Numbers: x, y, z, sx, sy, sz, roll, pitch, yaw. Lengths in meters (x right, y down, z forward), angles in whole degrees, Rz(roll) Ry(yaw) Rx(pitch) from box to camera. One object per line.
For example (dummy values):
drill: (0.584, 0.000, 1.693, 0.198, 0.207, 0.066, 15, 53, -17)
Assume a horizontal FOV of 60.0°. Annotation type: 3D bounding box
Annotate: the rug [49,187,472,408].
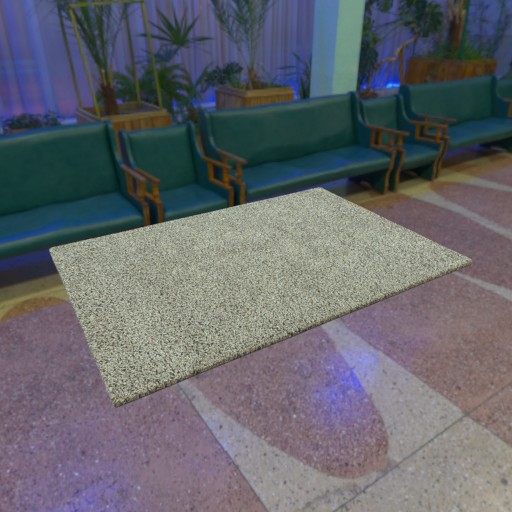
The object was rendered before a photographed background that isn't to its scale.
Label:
rug: (0.000, 0.000, 2.246, 1.778, 0.030, 1.219, -16, 33, -27)
